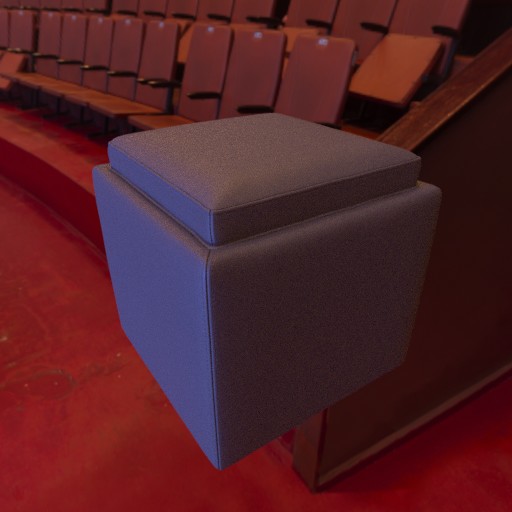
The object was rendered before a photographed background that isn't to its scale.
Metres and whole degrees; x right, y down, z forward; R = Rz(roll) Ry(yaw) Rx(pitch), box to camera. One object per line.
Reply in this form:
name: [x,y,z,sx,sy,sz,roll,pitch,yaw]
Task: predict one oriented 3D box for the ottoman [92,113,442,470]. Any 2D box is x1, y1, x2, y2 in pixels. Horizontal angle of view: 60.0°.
ottoman: [0.000,0.000,0.836,0.451,0.460,0.450,-18,34,-29]
